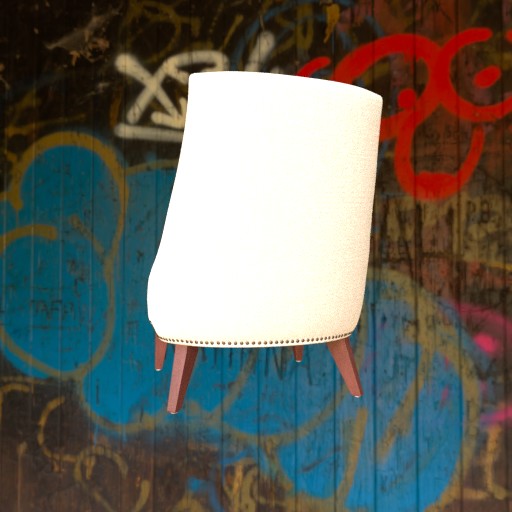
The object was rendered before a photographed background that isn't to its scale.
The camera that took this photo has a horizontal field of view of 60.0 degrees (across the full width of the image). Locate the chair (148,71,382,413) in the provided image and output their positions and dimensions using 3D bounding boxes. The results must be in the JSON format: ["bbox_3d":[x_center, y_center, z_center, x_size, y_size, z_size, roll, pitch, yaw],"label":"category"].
[{"bbox_3d":[0.000,0.000,1.520,0.701,0.909,0.861,0,-1,-16],"label":"chair"}]
